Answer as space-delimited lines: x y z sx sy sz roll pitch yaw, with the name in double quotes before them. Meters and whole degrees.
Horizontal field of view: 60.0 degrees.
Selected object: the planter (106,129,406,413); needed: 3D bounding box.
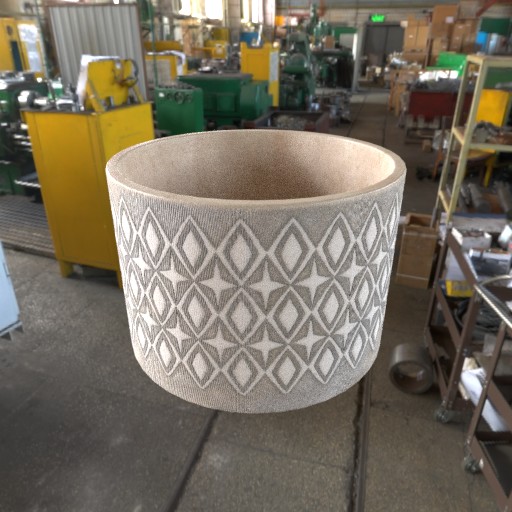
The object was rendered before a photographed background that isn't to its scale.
"planter" 0.000 0.000 0.280 0.164 0.127 0.164 0 26 0
